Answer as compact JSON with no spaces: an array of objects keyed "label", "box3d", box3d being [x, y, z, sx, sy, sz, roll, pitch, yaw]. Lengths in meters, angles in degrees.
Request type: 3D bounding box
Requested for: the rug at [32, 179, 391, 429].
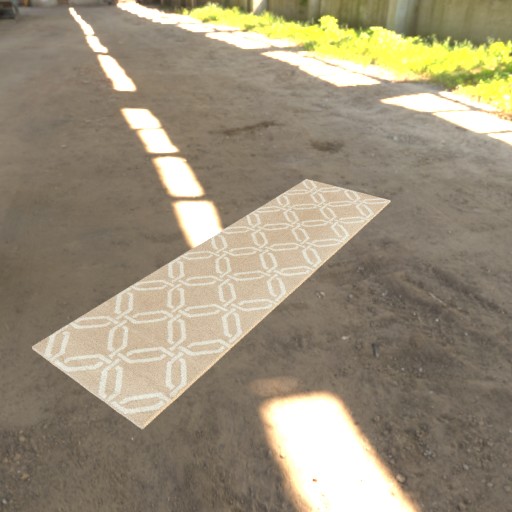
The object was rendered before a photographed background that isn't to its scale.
[{"label":"rug","box3d":[0.000,0.000,2.468,0.678,0.014,2.276,21,37,30]}]
